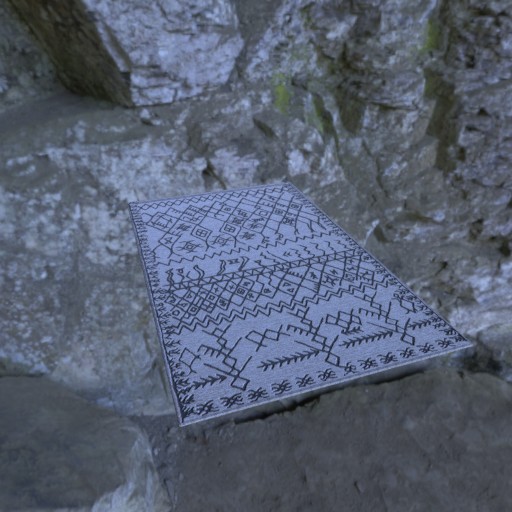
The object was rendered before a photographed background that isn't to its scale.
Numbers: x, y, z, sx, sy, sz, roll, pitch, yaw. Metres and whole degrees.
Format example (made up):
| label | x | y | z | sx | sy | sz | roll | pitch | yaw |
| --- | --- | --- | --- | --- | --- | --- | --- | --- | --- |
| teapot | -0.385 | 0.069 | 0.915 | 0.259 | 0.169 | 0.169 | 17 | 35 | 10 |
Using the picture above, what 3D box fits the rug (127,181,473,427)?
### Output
| label | x | y | z | sx | sy | sz | roll | pitch | yaw |
| --- | --- | --- | --- | --- | --- | --- | --- | --- | --- |
| rug | 0.000 | 0.000 | 3.065 | 1.526 | 0.012 | 2.444 | -10 | 32 | -16 |
